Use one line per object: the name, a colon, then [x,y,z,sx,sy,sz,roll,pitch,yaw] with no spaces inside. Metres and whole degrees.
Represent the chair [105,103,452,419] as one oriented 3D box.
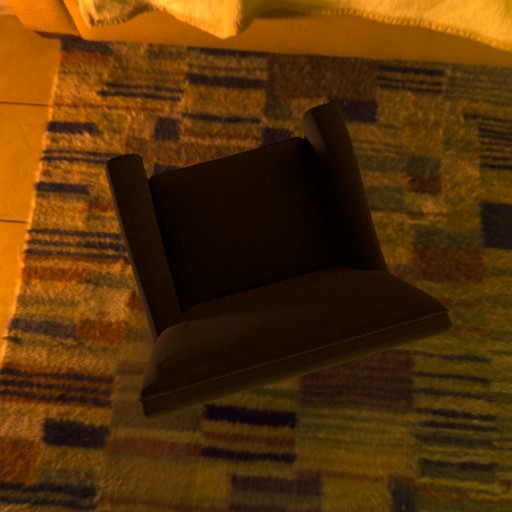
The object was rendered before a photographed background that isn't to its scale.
chair: [0.000,0.000,1.565,0.836,0.911,0.831,-15,76,-4]
